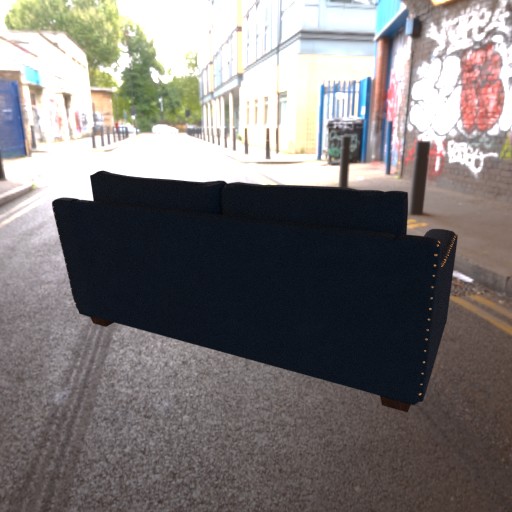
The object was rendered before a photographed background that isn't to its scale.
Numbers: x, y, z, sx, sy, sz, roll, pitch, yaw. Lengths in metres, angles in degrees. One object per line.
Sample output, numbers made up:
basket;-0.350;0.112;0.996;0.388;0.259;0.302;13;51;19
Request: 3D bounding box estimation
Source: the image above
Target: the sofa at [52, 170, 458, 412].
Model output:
sofa;0.000;0.000;2.644;2.107;0.983;1.104;9;19;27
